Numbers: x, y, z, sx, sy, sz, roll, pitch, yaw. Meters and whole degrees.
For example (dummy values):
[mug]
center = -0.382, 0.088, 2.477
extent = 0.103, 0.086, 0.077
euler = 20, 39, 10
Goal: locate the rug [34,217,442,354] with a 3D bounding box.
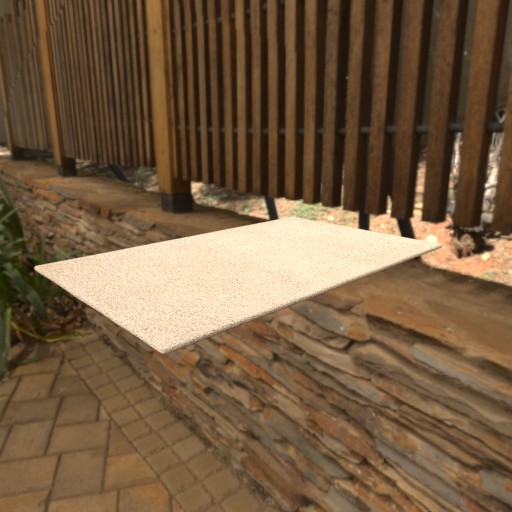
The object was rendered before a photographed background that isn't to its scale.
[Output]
[rug]
center = 0.000, 0.000, 3.076
extent = 2.438, 0.030, 1.524
euler = -14, 21, -41
